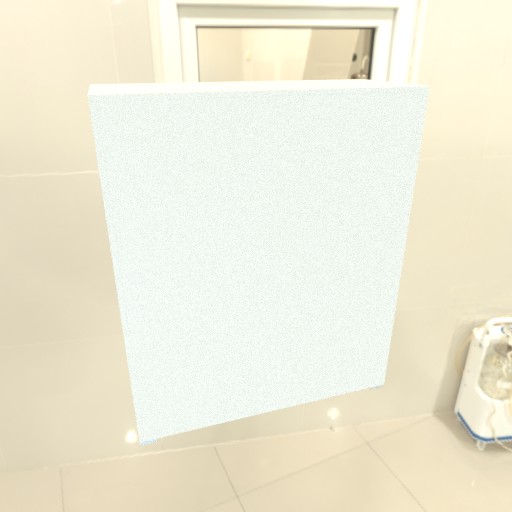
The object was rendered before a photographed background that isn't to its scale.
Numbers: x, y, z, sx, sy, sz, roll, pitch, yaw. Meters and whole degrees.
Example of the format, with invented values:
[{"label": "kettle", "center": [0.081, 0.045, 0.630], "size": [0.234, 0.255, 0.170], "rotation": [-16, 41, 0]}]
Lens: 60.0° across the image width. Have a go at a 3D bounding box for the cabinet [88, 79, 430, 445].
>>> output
[{"label": "cabinet", "center": [0.000, 0.000, 1.652], "size": [1.000, 1.190, 0.400], "rotation": [-8, 26, -16]}]
